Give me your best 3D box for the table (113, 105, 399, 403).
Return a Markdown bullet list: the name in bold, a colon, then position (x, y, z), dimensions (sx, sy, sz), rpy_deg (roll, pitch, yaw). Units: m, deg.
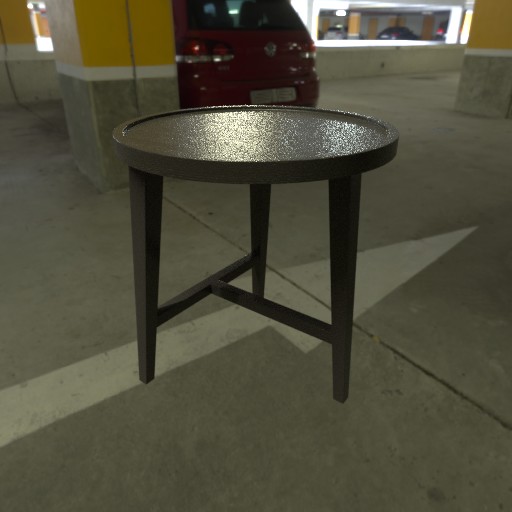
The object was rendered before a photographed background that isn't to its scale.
- **table**: position (0.000, 0.000, 0.924), dimensions (0.500, 0.531, 0.500), rpy_deg (0, 27, 0)
